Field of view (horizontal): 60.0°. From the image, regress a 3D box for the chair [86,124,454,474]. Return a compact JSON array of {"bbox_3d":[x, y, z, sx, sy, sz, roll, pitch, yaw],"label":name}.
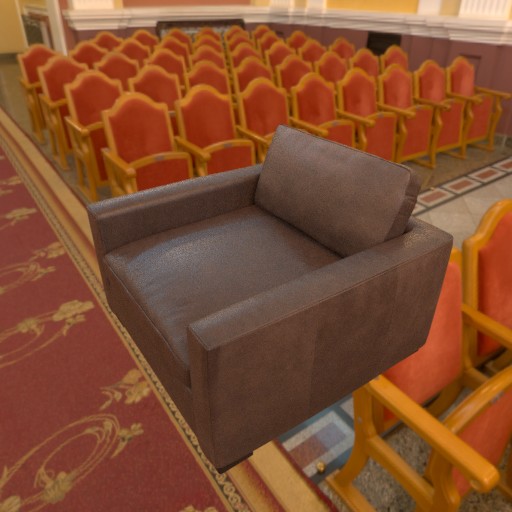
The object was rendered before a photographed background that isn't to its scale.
[{"bbox_3d":[0.000,0.000,1.817,1.069,0.812,1.100,-20,37,-29],"label":"chair"}]
